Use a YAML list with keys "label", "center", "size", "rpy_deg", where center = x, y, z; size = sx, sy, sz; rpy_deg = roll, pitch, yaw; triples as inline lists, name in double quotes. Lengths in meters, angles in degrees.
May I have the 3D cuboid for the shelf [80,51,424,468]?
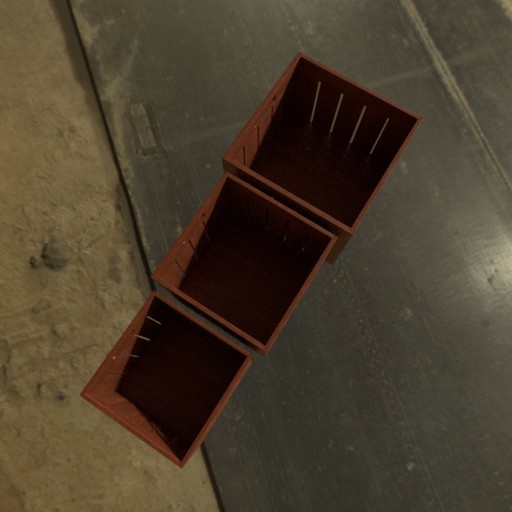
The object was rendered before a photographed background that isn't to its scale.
- label: "shelf"
  center: [0.000, 0.000, 1.251]
  size: [0.393, 0.311, 1.064]
  rpy_deg: [32, 77, 8]
